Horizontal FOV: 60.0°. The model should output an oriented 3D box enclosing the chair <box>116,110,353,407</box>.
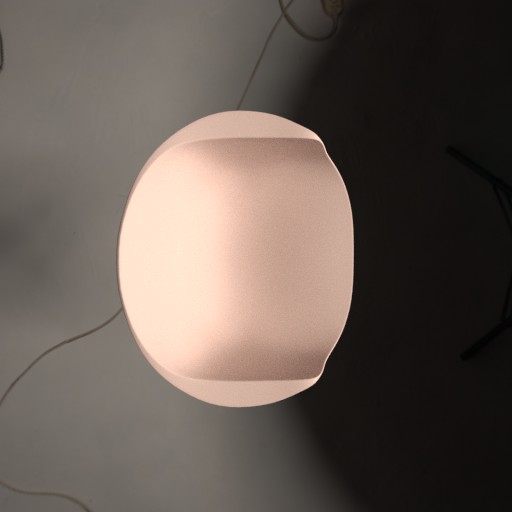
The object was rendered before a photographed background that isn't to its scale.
[{"bbox_3d":[0.000,0.000,1.176,0.504,0.781,0.593,0,92,-1],"label":"chair"}]
